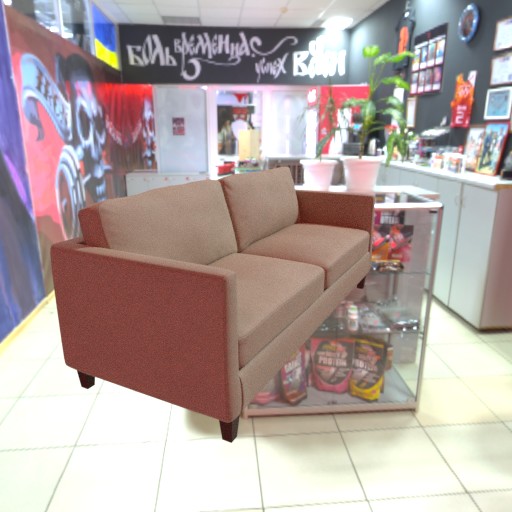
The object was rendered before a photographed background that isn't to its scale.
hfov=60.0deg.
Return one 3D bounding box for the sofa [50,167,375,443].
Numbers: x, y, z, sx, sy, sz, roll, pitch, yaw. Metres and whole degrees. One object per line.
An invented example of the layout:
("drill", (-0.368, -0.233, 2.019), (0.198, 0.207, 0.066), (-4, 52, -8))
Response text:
("sofa", (0.000, 0.000, 2.710), (0.948, 0.932, 2.181), (8, 18, 27))
